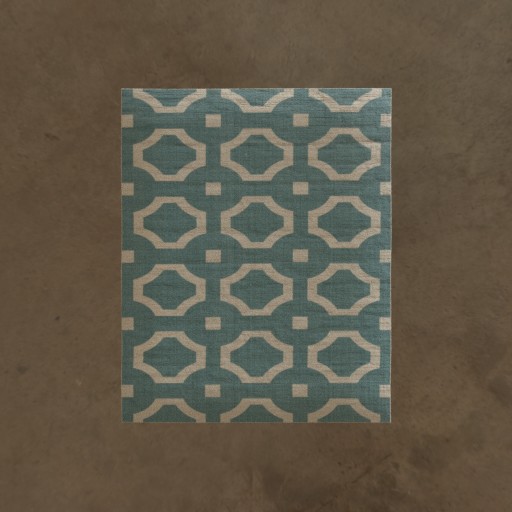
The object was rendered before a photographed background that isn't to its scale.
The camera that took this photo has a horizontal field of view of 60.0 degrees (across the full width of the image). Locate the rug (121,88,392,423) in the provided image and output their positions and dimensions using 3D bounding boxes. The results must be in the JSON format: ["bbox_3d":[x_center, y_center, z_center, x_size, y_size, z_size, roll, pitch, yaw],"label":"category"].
[{"bbox_3d":[0.000,0.000,4.042,2.466,0.021,3.049,0,90,0],"label":"rug"}]
